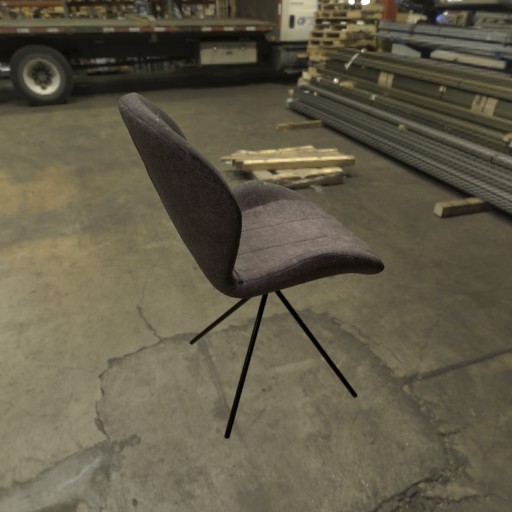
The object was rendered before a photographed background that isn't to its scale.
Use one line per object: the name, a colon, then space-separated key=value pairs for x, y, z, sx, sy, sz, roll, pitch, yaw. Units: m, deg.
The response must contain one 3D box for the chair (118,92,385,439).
chair: x=0.000 y=0.000 z=1.292 sx=0.640 sy=0.934 sz=0.527 roll=-11 pitch=33 yaw=-18
